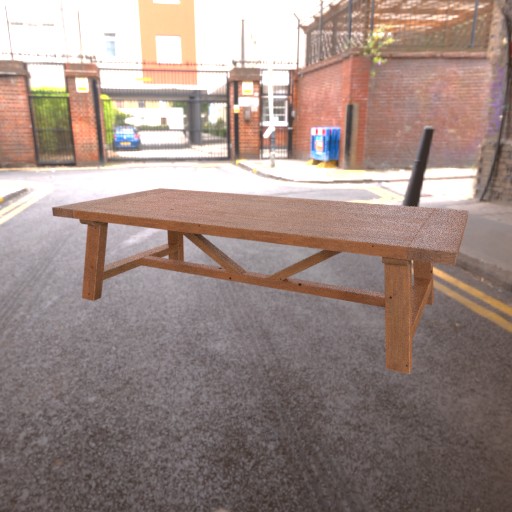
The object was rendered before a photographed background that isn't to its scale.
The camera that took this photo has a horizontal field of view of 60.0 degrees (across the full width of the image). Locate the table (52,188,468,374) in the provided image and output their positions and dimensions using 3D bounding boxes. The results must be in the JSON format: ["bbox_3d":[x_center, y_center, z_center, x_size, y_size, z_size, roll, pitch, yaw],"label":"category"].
[{"bbox_3d":[0.000,0.000,2.167,1.800,0.465,0.820,8,18,26],"label":"table"}]
